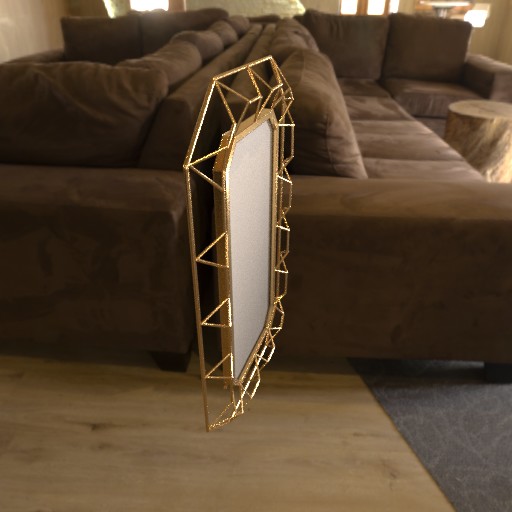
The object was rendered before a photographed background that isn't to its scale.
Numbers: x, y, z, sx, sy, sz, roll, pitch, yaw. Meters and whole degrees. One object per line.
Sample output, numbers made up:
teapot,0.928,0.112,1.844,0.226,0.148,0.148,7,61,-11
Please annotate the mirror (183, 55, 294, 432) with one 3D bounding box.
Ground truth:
mirror,0.000,0.000,1.090,0.051,0.870,0.572,10,32,16
